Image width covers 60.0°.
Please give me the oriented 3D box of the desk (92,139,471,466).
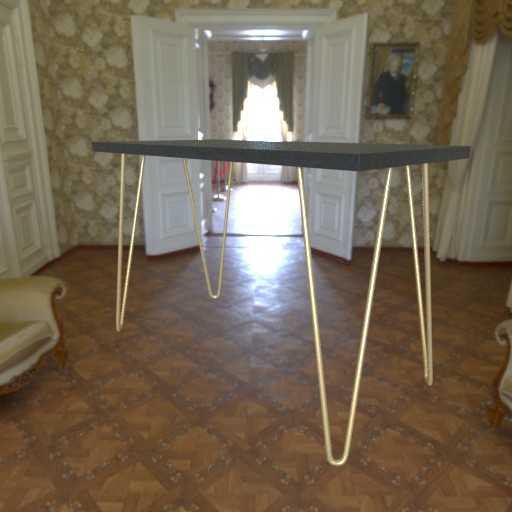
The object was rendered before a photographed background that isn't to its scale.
[{"bbox_3d":[0.000,0.000,1.344,0.991,0.660,0.499,15,22,43],"label":"desk"}]
